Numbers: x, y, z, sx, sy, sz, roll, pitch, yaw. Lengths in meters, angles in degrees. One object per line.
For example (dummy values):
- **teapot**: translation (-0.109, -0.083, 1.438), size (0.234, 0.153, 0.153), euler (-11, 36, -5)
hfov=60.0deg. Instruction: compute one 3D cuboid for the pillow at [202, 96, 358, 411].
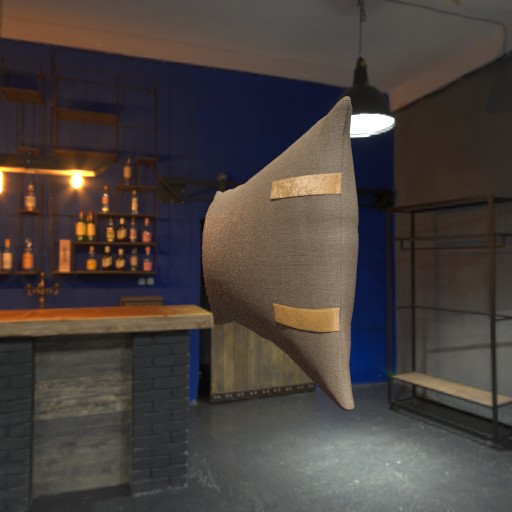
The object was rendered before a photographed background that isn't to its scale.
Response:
- **pillow**: translation (0.000, 0.000, 0.719), size (0.148, 0.308, 0.612), euler (0, 0, -17)
